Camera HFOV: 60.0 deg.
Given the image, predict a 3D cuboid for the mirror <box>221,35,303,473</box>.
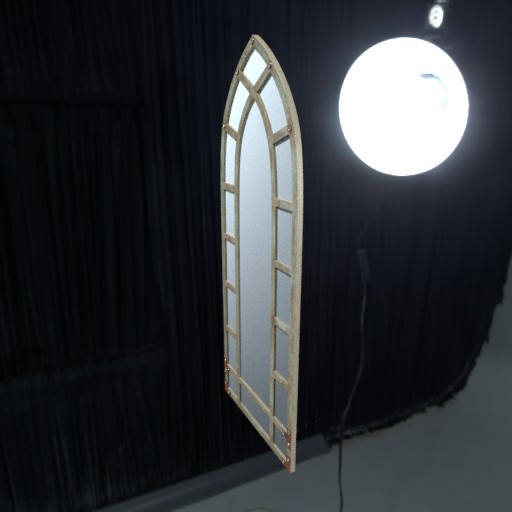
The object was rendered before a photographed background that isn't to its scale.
[{"bbox_3d":[0.000,0.000,1.299,0.025,1.175,0.464,-9,19,-26],"label":"mirror"}]
